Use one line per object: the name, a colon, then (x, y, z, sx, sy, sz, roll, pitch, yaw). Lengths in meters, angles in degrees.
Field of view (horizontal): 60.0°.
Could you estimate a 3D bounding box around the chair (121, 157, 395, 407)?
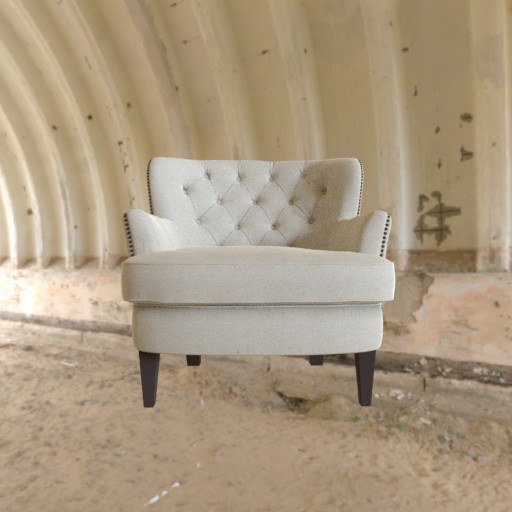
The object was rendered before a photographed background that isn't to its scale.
chair: (0.000, 0.000, 1.576, 0.848, 0.868, 0.906, 0, -1, -1)
